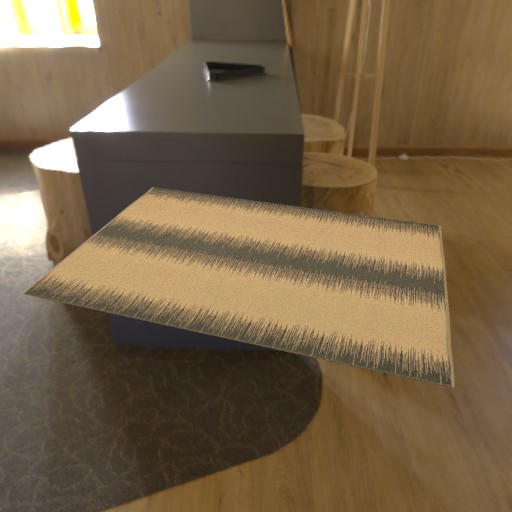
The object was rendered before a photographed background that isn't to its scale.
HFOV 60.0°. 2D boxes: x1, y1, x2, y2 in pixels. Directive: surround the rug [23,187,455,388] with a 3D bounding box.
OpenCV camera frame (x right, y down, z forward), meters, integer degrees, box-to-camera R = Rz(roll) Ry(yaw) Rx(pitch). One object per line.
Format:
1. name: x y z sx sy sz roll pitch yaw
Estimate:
1. rug: 0.000 0.000 2.281 1.854 0.006 1.234 9 34 14
